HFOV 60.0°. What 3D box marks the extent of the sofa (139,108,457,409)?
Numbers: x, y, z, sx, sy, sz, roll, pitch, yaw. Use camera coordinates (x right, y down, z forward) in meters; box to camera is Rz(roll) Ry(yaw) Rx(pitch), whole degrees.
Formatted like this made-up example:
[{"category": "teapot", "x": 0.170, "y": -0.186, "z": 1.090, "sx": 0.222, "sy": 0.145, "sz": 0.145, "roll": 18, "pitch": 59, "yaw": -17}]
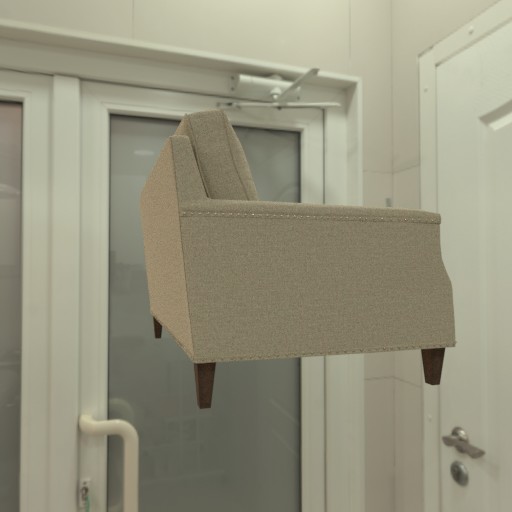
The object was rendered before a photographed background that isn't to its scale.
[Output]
[{"category": "sofa", "x": 0.000, "y": 0.000, "z": 2.238, "sx": 1.084, "sy": 1.003, "sz": 1.597, "roll": 0, "pitch": -1, "yaw": -18}]
